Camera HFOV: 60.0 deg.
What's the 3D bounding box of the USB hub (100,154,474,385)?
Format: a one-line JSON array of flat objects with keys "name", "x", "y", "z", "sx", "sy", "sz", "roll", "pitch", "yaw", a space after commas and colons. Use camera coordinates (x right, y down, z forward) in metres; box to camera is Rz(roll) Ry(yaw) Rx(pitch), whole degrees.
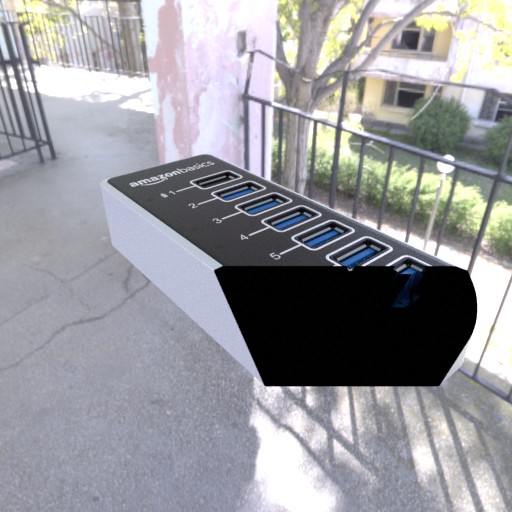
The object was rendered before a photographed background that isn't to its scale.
[{"name": "USB hub", "x": 0.000, "y": 0.000, "z": 0.125, "sx": 0.044, "sy": 0.023, "sz": 0.110, "roll": -24, "pitch": 39, "yaw": -33}]
